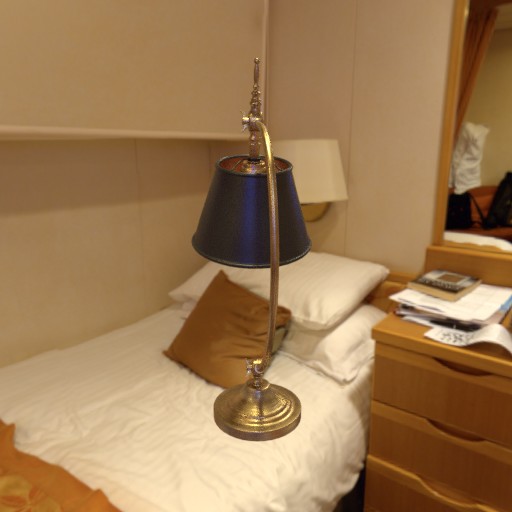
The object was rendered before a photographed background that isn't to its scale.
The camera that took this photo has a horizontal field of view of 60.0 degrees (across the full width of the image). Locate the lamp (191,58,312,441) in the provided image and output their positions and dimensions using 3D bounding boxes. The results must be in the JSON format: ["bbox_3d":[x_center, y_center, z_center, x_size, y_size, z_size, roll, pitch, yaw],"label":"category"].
[{"bbox_3d":[0.000,0.000,0.819,0.235,0.675,0.344,-2,14,-8],"label":"lamp"}]
